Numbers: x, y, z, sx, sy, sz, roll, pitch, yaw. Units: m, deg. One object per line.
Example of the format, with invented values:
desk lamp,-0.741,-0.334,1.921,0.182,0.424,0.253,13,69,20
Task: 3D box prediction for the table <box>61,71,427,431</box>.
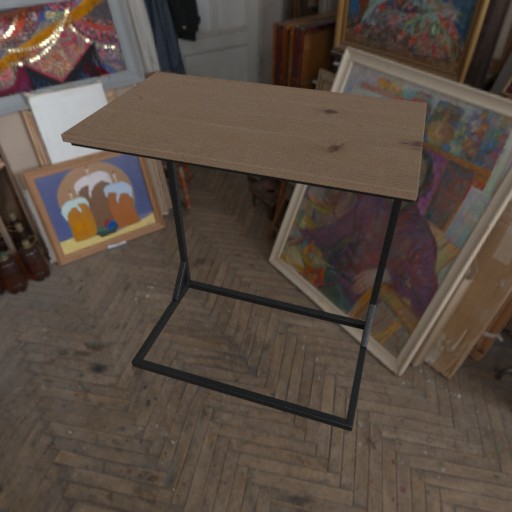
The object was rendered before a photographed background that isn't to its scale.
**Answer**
table,0.000,0.000,1.040,0.597,0.673,0.351,12,42,14
